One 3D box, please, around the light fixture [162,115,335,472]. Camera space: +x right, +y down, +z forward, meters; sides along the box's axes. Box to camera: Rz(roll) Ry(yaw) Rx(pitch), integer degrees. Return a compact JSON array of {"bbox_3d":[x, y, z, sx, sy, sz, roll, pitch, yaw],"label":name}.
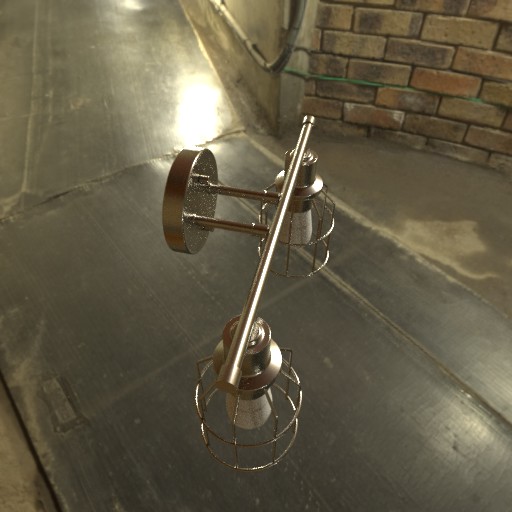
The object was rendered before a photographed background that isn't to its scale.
[{"bbox_3d":[0.000,0.000,0.524,0.165,0.254,0.406,10,47,9],"label":"light fixture"}]
